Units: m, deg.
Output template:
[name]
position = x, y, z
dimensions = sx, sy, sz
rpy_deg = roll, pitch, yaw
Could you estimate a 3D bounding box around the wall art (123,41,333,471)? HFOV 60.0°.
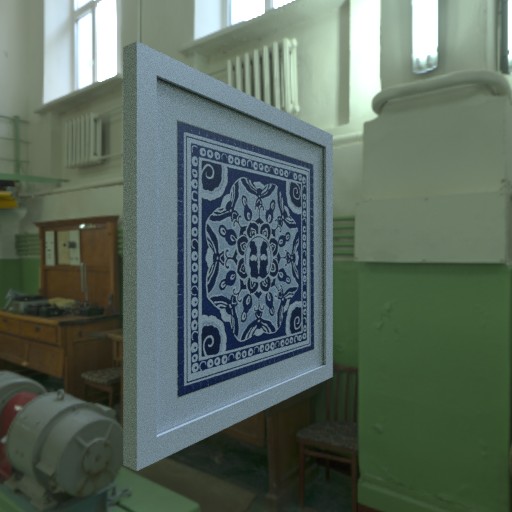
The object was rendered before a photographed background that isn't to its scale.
[wall art]
position = 0.000, 0.000, 0.809
dimensions = 0.028, 0.559, 0.559
rpy_deg = 0, 0, 36
